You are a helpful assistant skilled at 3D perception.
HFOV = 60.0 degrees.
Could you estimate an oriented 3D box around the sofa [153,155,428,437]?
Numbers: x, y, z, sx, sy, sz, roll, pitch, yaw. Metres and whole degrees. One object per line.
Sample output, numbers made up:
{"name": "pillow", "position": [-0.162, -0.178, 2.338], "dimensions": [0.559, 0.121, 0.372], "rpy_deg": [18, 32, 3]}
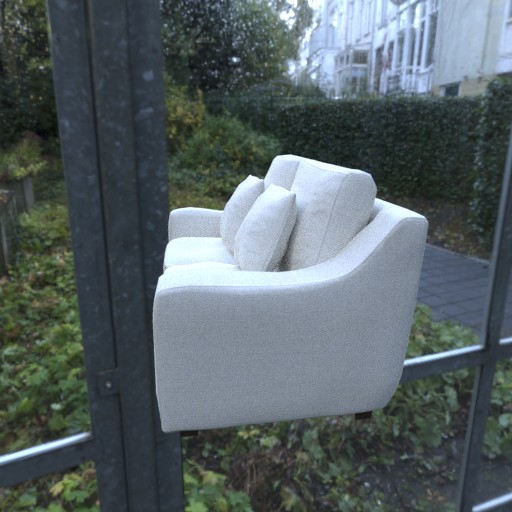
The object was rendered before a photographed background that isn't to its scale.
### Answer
{"name": "sofa", "position": [0.000, 0.000, 2.439], "dimensions": [1.040, 1.047, 1.744], "rpy_deg": [-2, 16, -8]}
